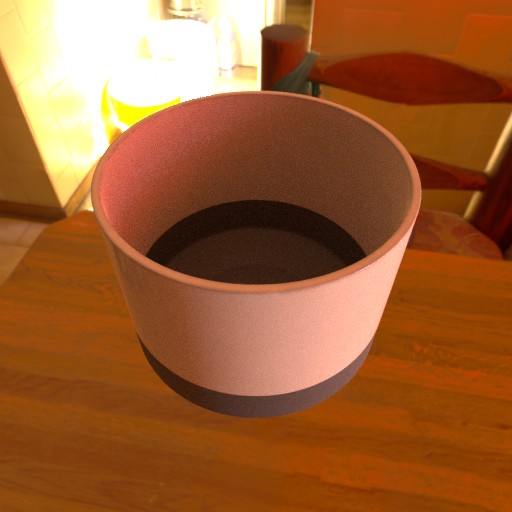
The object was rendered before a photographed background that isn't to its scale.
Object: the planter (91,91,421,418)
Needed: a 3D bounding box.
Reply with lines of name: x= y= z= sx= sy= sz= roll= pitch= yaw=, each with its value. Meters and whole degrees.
planter: x=0.000 y=0.000 z=0.215 sx=0.128 sy=0.105 sz=0.128 roll=0 pitch=47 yaw=0
